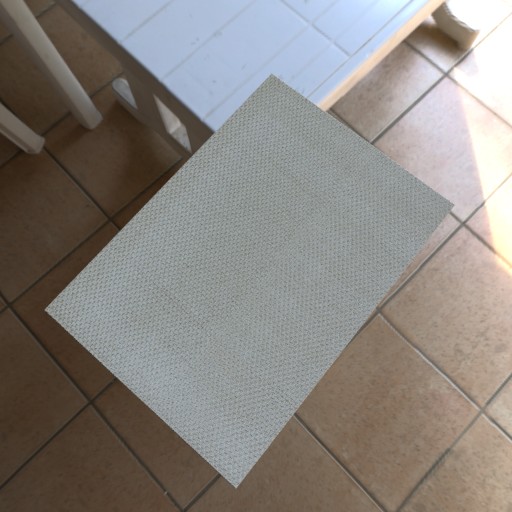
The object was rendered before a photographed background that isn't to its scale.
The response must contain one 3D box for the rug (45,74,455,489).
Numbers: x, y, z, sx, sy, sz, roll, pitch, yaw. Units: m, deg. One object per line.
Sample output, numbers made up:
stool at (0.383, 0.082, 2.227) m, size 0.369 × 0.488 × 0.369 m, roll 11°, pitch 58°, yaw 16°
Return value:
rug at (0.000, 0.000, 2.736) m, size 1.509 × 0.013 × 2.144 m, roll 39°, pitch 79°, yaw 9°
